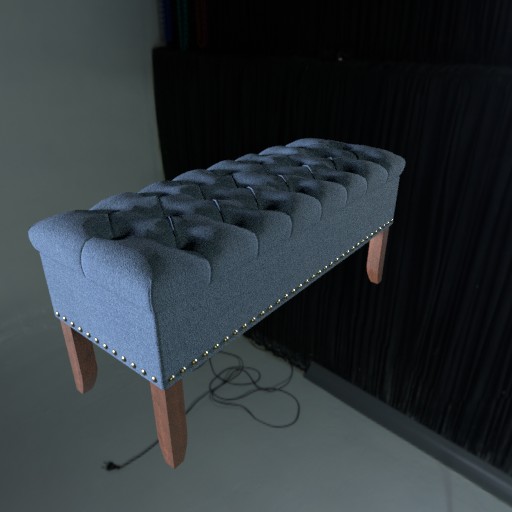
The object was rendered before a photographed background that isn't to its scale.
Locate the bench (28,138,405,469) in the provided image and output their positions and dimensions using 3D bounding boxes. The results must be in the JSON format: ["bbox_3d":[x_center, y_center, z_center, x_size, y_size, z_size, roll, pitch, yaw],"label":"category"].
[{"bbox_3d":[0.000,0.000,1.282,0.417,0.492,1.052,20,33,34],"label":"bench"}]
